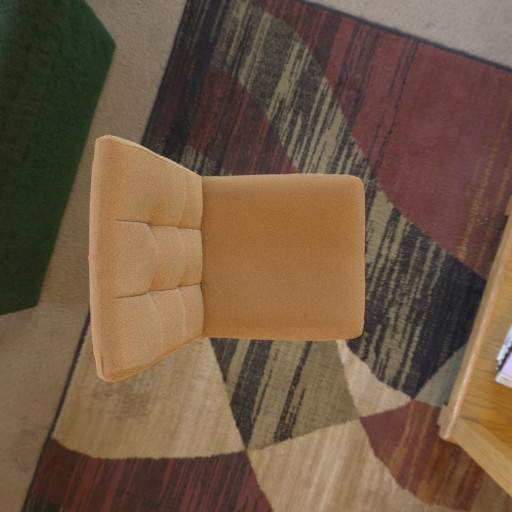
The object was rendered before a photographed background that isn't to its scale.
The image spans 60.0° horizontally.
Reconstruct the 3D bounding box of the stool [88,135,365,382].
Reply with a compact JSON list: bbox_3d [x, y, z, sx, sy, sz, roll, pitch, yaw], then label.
[{"bbox_3d":[0.000,0.000,1.179,0.571,0.885,0.427,0,91,1],"label":"stool"}]
